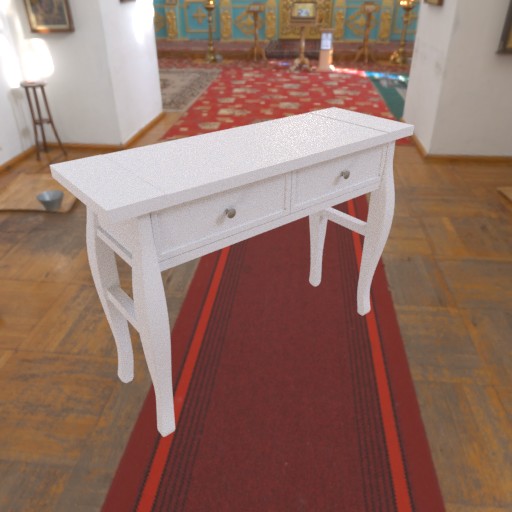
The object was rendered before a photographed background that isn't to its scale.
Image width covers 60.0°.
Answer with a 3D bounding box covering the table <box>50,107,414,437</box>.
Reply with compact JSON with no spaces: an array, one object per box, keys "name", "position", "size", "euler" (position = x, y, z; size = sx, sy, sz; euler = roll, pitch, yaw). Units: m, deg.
[{"name":"table","position":[0.000,0.000,1.489],"size":[1.062,0.768,0.373],"euler":[-22,37,-33]}]
